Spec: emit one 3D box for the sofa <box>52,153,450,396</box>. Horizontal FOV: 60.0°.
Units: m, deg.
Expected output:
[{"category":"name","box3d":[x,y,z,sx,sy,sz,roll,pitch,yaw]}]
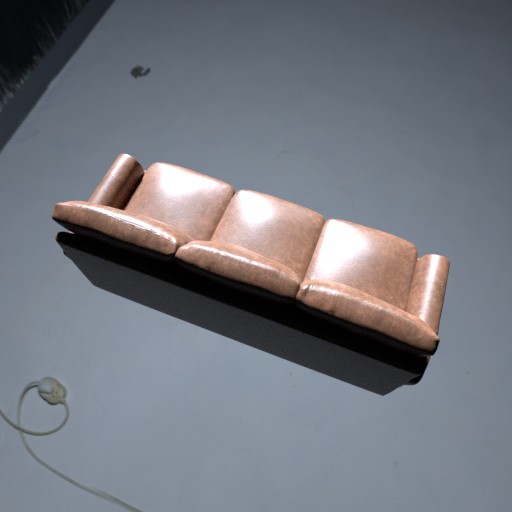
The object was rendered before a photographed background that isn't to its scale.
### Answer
[{"category":"sofa","box3d":[0.000,0.000,2.887,2.351,0.977,0.973,19,65,9]}]
